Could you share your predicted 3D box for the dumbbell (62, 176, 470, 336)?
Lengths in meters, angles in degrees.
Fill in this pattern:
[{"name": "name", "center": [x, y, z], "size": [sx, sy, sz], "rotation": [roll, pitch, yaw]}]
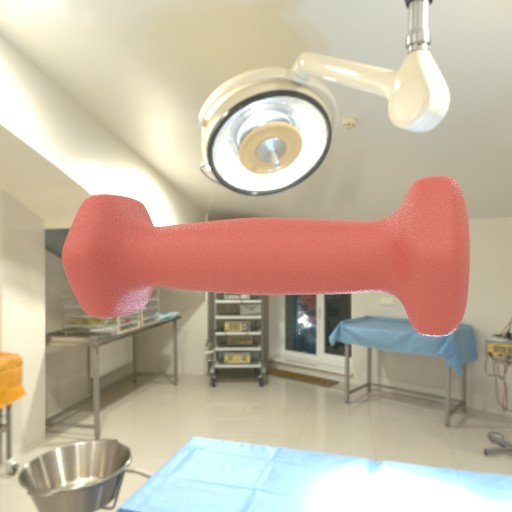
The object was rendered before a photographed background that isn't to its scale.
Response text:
[{"name": "dumbbell", "center": [0.000, 0.000, 0.142], "size": [0.123, 0.043, 0.047], "rotation": [0, 0, 19]}]
